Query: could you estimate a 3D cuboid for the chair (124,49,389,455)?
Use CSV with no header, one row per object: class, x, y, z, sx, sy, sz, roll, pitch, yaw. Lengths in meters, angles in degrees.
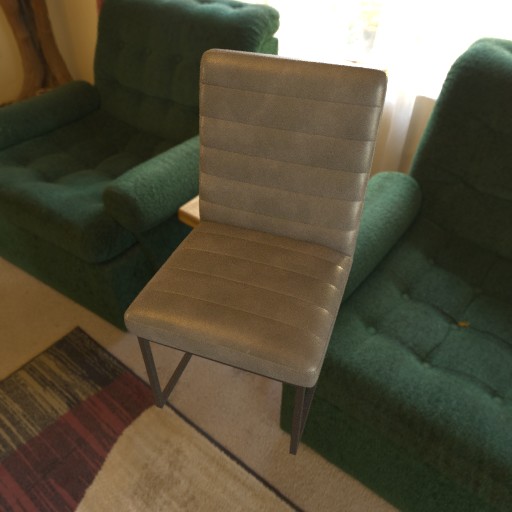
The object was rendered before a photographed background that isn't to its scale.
chair,0.000,0.000,1.269,0.520,0.930,0.634,13,43,15
